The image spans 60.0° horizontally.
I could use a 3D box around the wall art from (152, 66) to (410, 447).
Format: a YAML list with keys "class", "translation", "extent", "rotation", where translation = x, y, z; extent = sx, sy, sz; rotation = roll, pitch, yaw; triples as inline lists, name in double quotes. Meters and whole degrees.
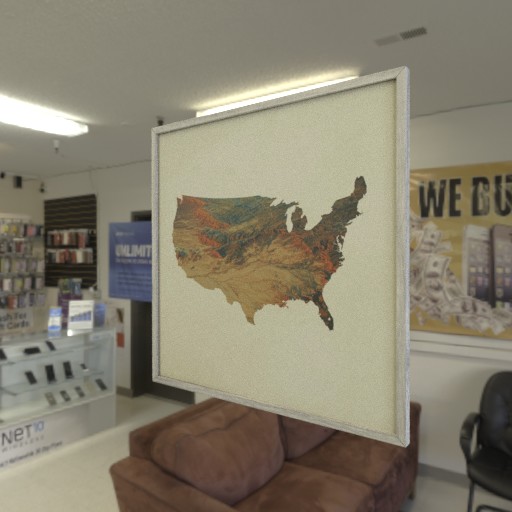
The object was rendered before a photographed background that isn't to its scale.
- class: "wall art"
  translation: [0.000, 0.000, 0.745]
  extent: [0.508, 0.507, 0.016]
  rotation: [0, 1, 37]
